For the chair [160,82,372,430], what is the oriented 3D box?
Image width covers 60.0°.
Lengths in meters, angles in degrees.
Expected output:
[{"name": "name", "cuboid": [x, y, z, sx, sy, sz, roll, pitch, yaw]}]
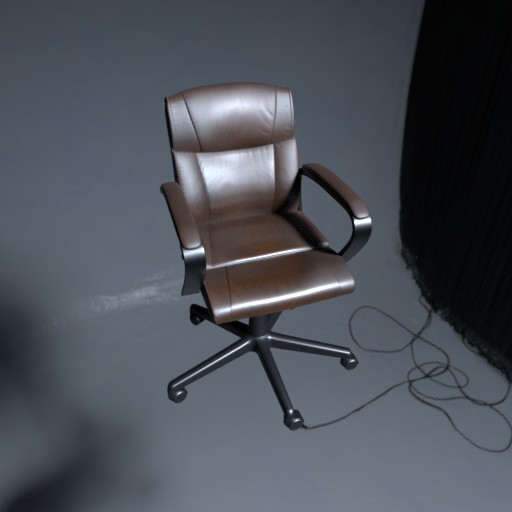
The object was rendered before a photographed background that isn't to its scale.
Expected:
[{"name": "chair", "cuboid": [0.000, 0.000, 1.524, 0.739, 1.004, 0.717, -10, 35, -15]}]
